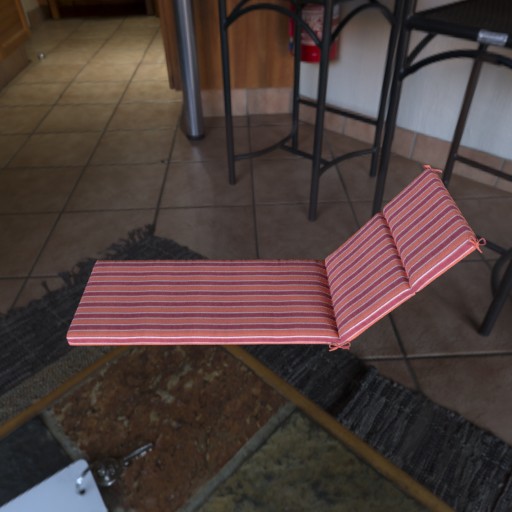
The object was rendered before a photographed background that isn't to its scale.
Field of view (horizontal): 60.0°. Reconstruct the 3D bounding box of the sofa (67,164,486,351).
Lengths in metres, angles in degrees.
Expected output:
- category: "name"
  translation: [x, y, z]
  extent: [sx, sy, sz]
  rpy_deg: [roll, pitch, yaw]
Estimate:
- category: "sofa"
  translation: [0.000, 0.000, 1.958]
  extent: [1.663, 0.622, 0.582]
  rpy_deg: [0, 41, 0]
